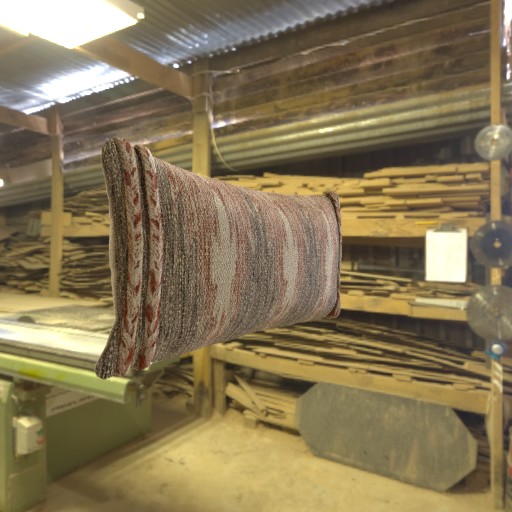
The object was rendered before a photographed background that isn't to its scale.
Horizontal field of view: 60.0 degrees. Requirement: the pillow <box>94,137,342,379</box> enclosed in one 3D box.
[{"bbox_3d":[0.000,0.000,0.760,0.139,0.282,0.635,0,1,36],"label":"pillow"}]
